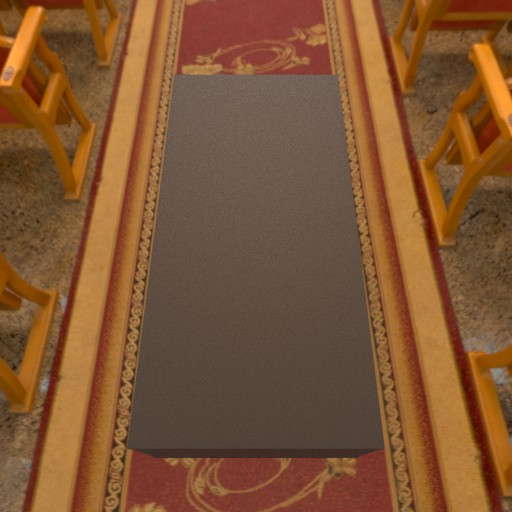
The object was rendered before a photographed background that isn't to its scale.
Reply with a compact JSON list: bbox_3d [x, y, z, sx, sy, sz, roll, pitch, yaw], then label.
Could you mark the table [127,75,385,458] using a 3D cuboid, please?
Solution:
[{"bbox_3d":[0.000,0.000,1.336,0.550,0.400,1.100,0,62,0],"label":"table"}]
